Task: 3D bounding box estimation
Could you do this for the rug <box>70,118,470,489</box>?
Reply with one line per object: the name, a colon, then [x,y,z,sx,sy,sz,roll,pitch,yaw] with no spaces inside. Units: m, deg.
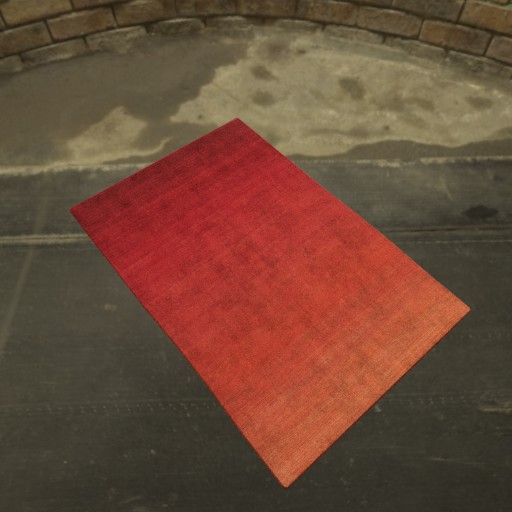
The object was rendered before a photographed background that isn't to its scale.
rug: [0.000,0.000,2.335,1.230,0.018,1.835,-35,63,-20]
